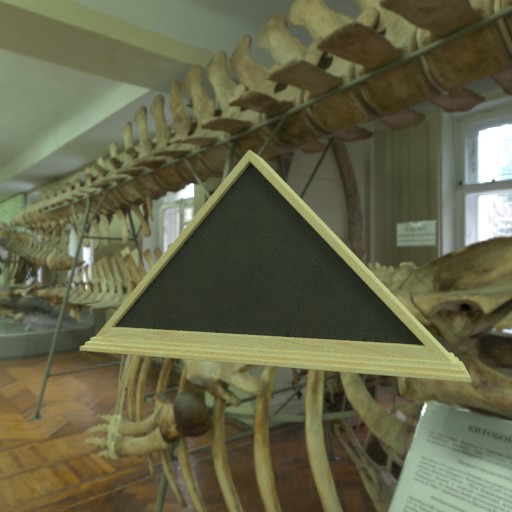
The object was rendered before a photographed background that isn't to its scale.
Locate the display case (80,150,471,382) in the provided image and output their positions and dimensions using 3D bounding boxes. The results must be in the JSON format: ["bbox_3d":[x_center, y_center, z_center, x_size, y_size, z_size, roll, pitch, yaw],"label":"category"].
[{"bbox_3d":[0.000,0.000,0.742,0.640,0.340,0.095,0,0,19],"label":"display case"}]
